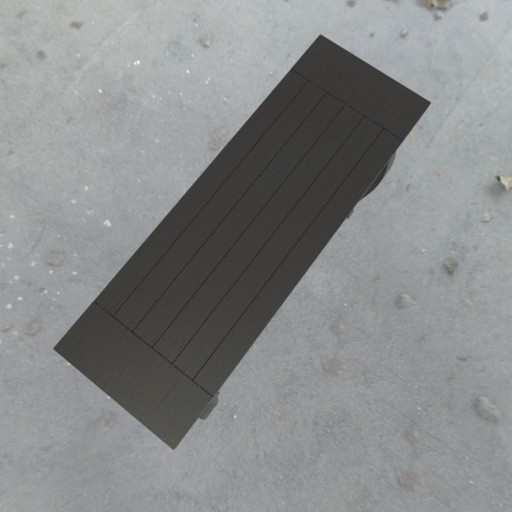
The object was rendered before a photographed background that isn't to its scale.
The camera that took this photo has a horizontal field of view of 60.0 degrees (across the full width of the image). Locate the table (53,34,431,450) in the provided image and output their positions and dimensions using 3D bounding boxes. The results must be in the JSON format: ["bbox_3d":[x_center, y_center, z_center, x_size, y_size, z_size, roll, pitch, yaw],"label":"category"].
[{"bbox_3d":[0.000,0.000,1.458,0.373,0.768,1.062,36,78,9],"label":"table"}]
